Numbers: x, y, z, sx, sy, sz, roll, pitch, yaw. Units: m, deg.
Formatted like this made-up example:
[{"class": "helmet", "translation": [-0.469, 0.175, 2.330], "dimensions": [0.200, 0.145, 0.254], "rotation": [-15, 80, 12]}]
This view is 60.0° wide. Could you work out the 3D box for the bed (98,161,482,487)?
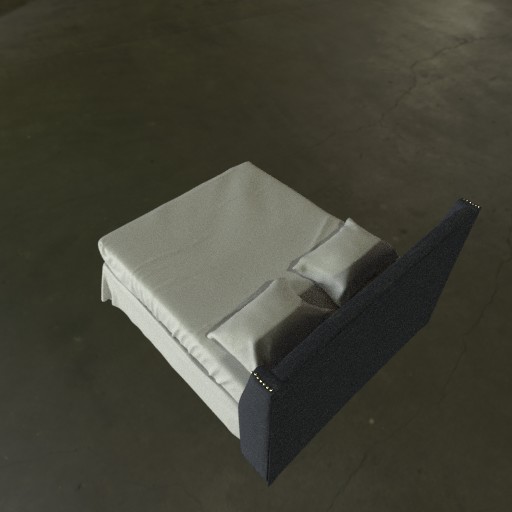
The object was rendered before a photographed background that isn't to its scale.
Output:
[{"class": "bed", "translation": [0.000, 0.000, 3.437], "dimensions": [1.925, 1.332, 2.276], "rotation": [-34, 55, -28]}]
